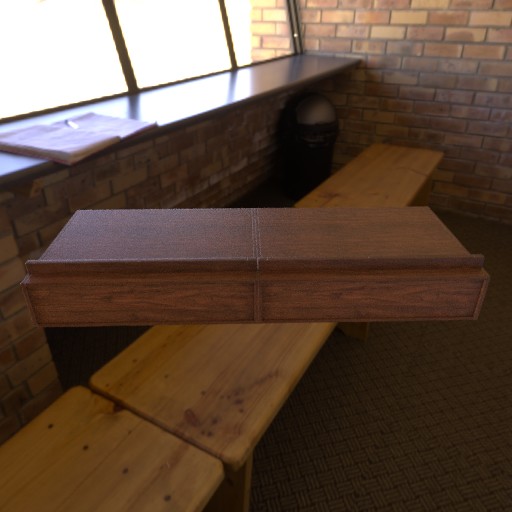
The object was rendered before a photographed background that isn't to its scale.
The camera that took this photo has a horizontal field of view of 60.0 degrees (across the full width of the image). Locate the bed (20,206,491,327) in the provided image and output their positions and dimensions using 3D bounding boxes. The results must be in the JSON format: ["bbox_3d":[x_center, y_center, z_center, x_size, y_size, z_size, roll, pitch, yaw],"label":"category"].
[{"bbox_3d":[0.000,0.000,2.332,2.057,0.326,0.787,-1,30,-1],"label":"bed"}]
